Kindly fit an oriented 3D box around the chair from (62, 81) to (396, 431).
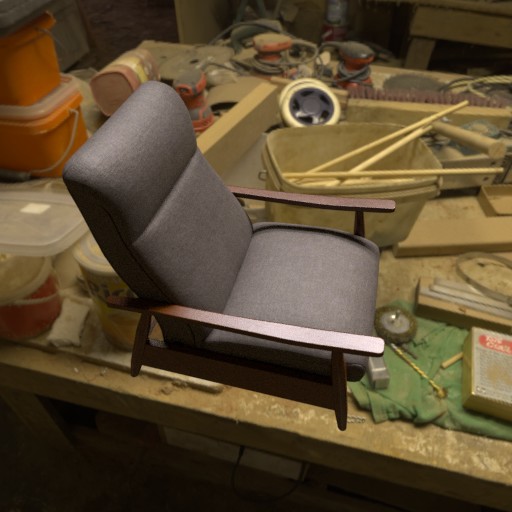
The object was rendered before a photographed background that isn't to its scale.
[{"bbox_3d":[0.000,0.000,1.752,1.014,1.081,0.762,11,47,10],"label":"chair"}]
